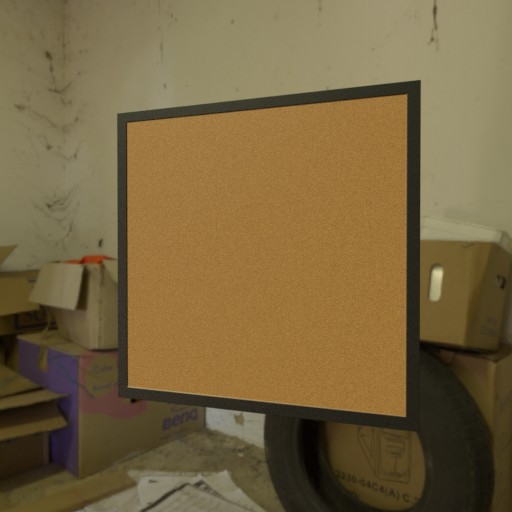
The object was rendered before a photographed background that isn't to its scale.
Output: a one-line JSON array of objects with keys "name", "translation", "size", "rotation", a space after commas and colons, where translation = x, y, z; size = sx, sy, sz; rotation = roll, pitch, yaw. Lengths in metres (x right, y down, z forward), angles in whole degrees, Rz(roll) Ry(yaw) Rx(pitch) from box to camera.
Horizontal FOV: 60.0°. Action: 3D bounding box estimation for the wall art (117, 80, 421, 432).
[{"name": "wall art", "translation": [0.000, 0.000, 0.731], "size": [0.506, 0.506, 0.037], "rotation": [0, 1, 18]}]
